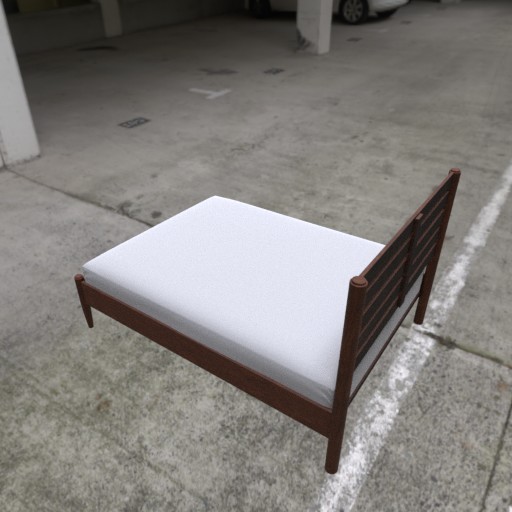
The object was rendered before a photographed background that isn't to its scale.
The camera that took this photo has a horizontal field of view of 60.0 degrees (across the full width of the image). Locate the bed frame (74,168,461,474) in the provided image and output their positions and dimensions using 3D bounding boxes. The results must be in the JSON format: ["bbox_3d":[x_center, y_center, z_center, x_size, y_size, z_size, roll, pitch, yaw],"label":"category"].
[{"bbox_3d":[0.000,0.000,3.287,2.234,1.321,1.655,20,37,29],"label":"bed frame"}]
